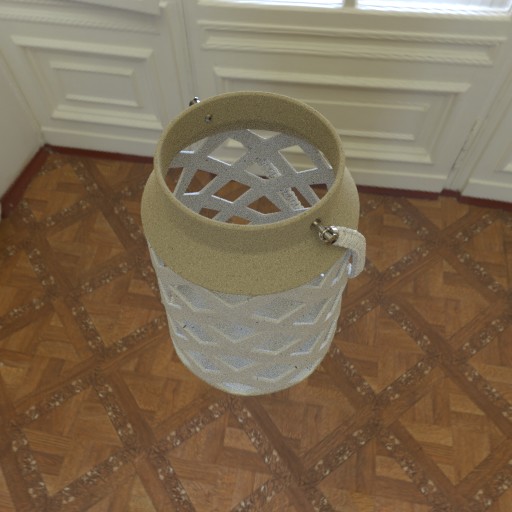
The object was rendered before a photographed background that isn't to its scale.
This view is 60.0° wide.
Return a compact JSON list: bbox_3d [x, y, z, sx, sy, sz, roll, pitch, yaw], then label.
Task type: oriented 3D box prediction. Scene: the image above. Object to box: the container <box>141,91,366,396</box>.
[{"bbox_3d":[0.000,0.000,0.349,0.172,0.229,0.163,-32,63,-19],"label":"container"}]
